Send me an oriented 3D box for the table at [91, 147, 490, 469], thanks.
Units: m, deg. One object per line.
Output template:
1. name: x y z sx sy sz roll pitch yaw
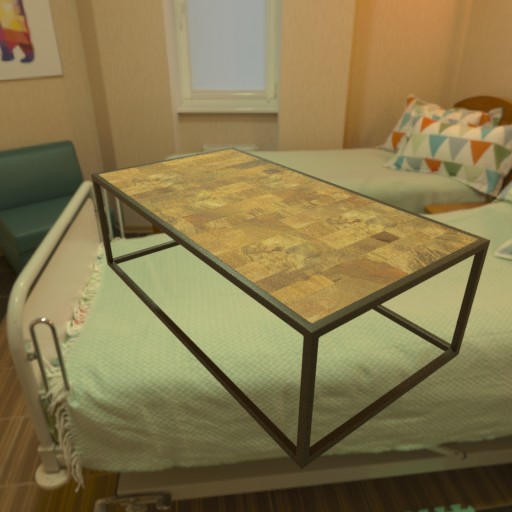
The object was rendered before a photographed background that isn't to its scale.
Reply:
1. table: 0.000 0.000 1.513 0.649 0.398 1.199 -20 34 -32
